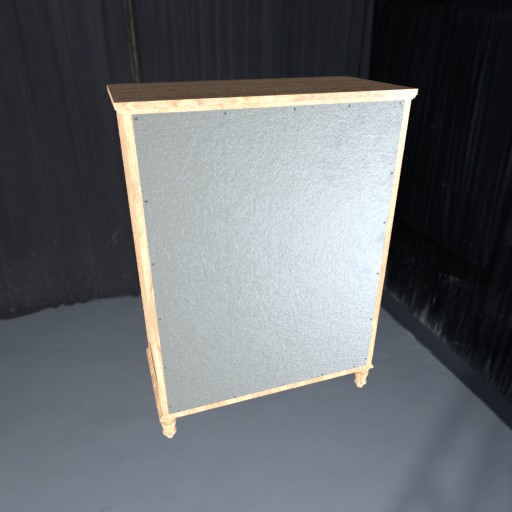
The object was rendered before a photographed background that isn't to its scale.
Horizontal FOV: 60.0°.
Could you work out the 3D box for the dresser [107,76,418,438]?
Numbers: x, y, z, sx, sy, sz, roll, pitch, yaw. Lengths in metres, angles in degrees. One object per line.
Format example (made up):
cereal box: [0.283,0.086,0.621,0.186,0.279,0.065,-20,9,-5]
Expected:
dresser: [0.000,0.000,1.834,0.973,1.318,0.484,-9,28,-17]
